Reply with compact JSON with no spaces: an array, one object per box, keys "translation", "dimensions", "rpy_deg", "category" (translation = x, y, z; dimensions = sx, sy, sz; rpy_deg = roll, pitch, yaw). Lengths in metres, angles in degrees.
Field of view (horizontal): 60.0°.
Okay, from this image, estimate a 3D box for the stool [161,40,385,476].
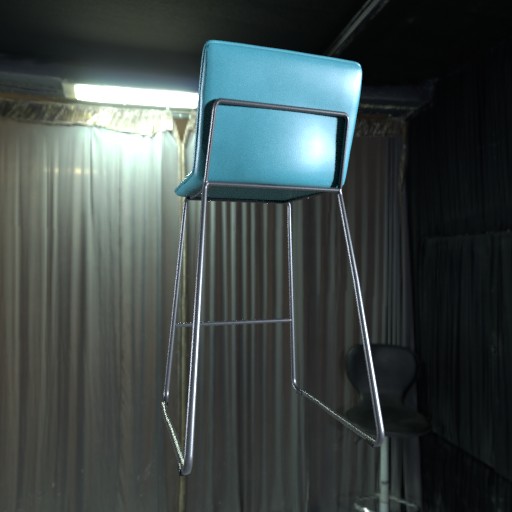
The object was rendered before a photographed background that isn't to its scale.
[{"translation":[0.000,0.000,1.233],"dimensions":[0.489,0.936,0.524],"rpy_deg":[0,0,-18],"category":"stool"}]
